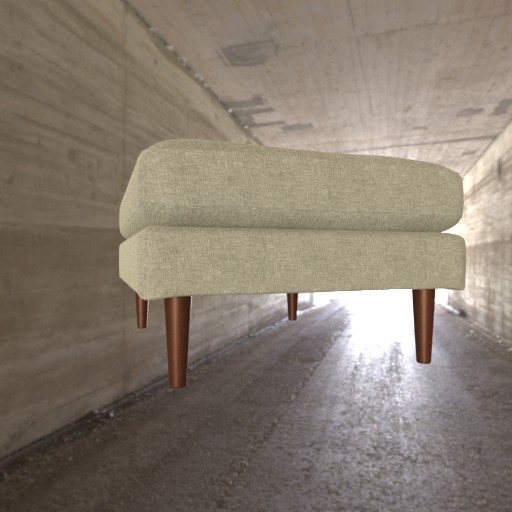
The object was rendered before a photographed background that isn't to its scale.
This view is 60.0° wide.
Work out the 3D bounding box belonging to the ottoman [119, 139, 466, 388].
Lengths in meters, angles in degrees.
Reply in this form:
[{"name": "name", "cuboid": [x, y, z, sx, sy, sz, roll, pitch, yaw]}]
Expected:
[{"name": "ottoman", "cuboid": [0.000, 0.000, 1.223, 0.693, 0.474, 0.821, 0, 0, -19]}]
